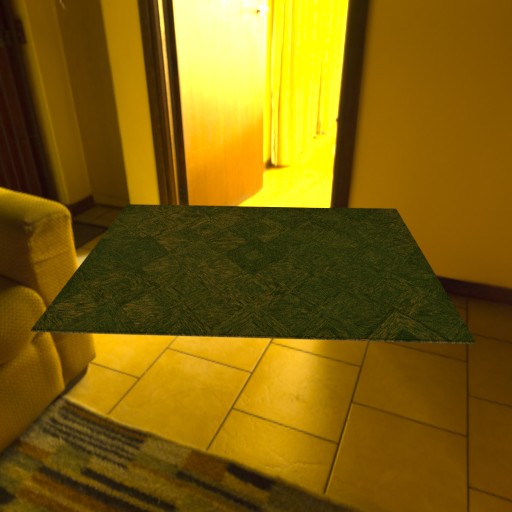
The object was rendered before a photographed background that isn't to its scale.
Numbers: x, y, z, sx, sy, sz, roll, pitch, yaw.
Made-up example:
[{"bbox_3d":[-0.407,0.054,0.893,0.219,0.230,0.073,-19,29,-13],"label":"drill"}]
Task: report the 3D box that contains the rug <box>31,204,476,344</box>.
[{"bbox_3d":[0.000,0.000,4.246,3.217,0.027,2.405,1,29,2],"label":"rug"}]
